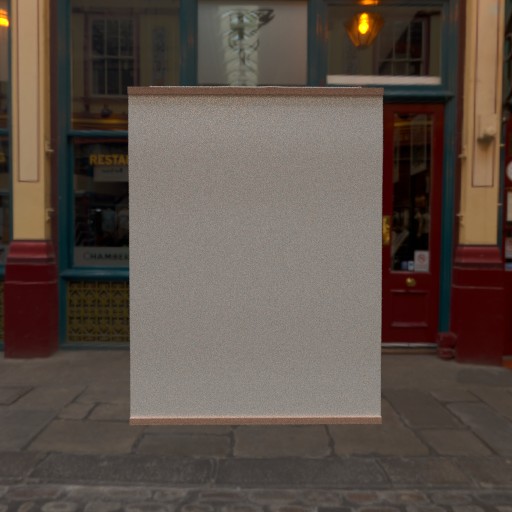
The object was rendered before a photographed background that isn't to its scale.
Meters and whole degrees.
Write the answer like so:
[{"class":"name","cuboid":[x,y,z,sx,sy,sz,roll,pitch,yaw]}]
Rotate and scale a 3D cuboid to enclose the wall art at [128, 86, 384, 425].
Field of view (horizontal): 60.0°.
[{"class":"wall art","cuboid":[0.000,0.000,1.332,0.758,1.013,0.020,0,1,-1]}]
